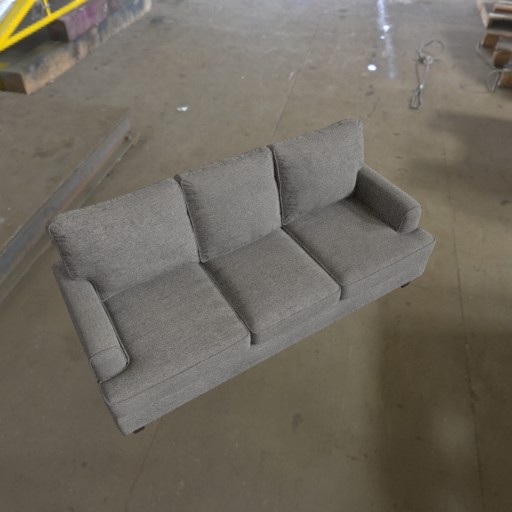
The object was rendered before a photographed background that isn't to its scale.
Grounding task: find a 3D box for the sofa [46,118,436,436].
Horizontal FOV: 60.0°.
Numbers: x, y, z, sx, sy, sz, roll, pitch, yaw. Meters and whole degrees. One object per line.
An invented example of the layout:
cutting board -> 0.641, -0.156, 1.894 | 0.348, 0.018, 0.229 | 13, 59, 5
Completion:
sofa -> 0.000, 0.000, 2.664 | 2.158, 0.965, 0.951 | -24, 50, -22
